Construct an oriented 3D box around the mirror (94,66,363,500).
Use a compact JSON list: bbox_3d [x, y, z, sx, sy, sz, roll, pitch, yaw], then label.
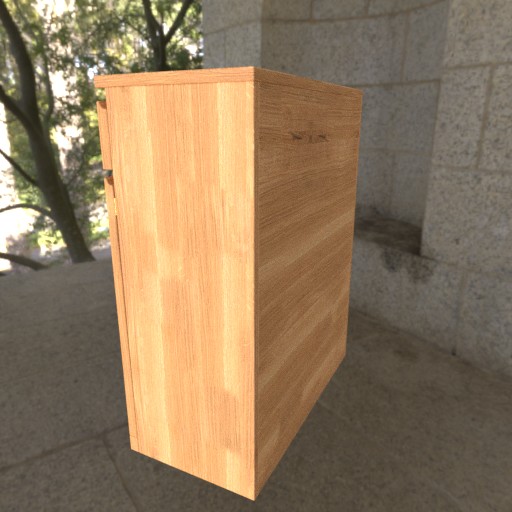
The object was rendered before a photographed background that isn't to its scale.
[{"bbox_3d":[0.000,0.000,1.382,0.400,1.000,0.800,9,19,26],"label":"mirror"}]
